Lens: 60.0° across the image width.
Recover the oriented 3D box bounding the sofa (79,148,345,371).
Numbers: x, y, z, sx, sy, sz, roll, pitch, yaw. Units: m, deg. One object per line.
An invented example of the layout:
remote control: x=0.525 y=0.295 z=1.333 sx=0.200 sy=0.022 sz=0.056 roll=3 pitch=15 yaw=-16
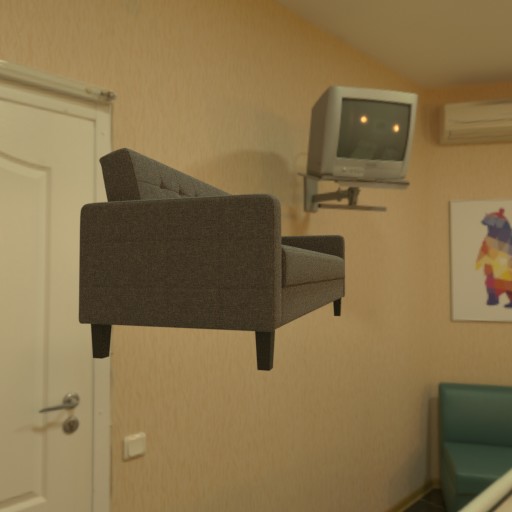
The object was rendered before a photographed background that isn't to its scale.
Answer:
sofa: x=0.000 y=0.000 z=2.552 sx=0.810 sy=0.850 sz=2.040 roll=-1 pitch=-2 yaw=18
